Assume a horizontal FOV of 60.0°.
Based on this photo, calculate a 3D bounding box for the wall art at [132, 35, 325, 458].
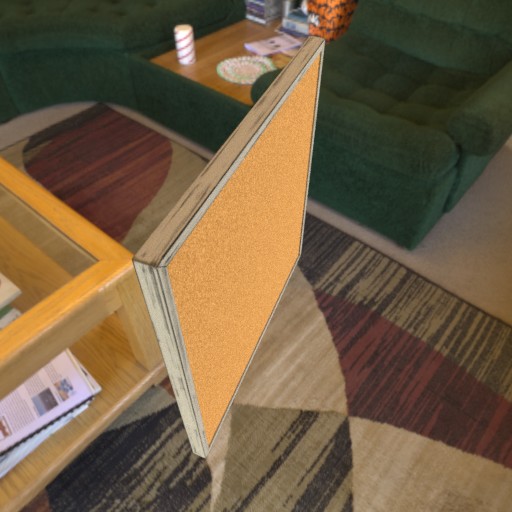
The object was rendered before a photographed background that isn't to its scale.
[{"bbox_3d":[0.000,0.000,1.092,0.037,0.761,0.761,17,51,15],"label":"wall art"}]
